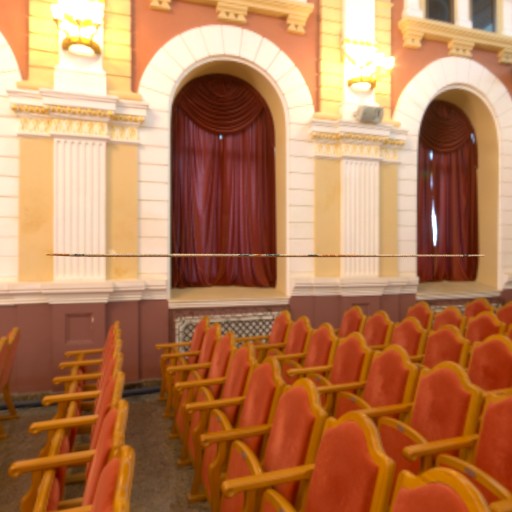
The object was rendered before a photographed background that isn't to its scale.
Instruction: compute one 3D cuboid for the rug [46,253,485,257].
[{"bbox_3d":[0.000,0.000,3.039,2.428,0.010,1.533,0,0,-17],"label":"rug"}]
